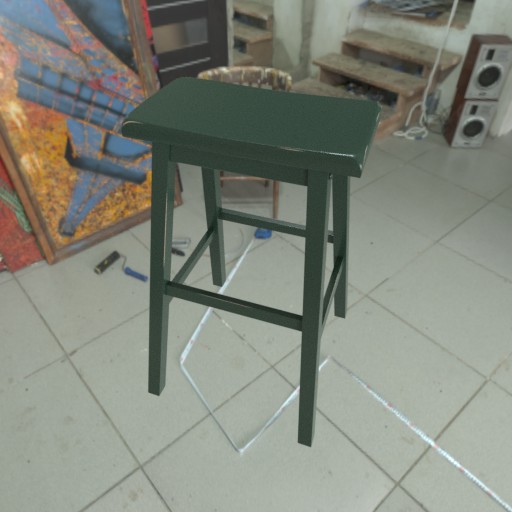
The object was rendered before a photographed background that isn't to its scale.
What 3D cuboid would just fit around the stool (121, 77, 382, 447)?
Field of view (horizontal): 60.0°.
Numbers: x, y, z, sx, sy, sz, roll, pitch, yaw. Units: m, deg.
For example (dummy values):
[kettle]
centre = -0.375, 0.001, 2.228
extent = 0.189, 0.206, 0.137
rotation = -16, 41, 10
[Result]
[stool]
centre = 0.000, 0.000, 1.081
extent = 0.457, 0.737, 0.476
rotation = 13, 43, 15
